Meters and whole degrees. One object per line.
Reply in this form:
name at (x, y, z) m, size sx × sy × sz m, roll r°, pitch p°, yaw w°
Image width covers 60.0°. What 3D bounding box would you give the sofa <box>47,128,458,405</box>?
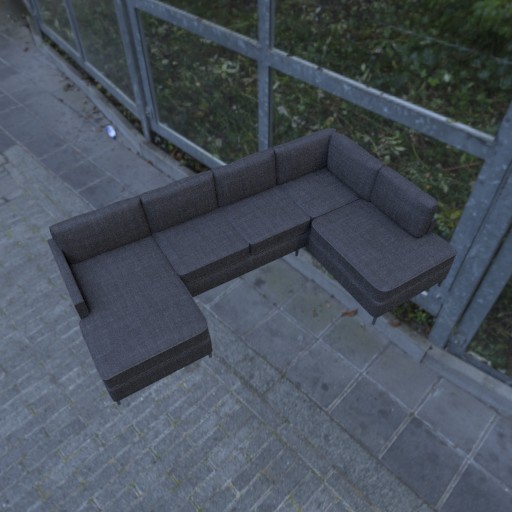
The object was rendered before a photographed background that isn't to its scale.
sofa at (0.000, 0.000, 4.322) m, size 3.423 × 0.999 × 2.048 m, roll -24°, pitch 51°, yaw -21°
